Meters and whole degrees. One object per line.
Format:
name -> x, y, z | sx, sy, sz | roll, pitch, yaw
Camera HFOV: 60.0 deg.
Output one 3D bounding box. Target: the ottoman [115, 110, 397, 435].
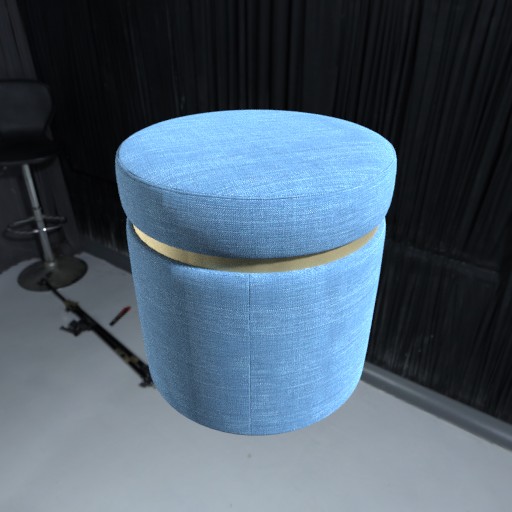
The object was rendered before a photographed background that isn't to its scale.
ottoman -> 0.000, 0.000, 0.733 | 0.398, 0.406, 0.398 | 0, 31, 0
